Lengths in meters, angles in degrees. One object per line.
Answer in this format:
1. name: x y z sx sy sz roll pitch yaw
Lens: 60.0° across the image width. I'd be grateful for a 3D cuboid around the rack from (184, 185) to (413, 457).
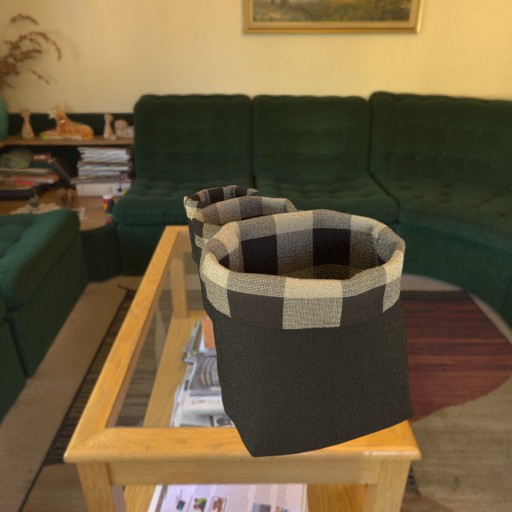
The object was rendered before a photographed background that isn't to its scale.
1. rack: 0.000 0.000 1.073 0.370 0.329 0.889 -8 27 -16
